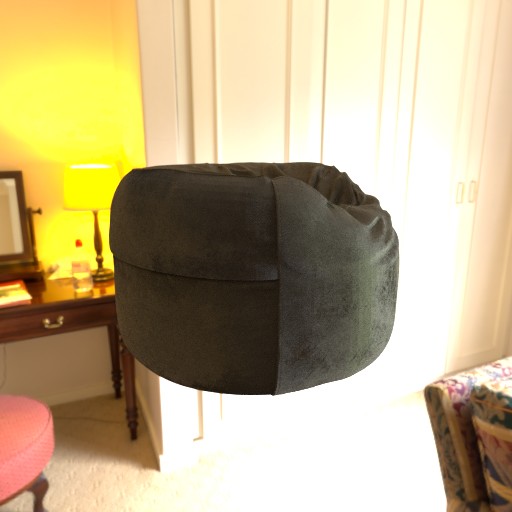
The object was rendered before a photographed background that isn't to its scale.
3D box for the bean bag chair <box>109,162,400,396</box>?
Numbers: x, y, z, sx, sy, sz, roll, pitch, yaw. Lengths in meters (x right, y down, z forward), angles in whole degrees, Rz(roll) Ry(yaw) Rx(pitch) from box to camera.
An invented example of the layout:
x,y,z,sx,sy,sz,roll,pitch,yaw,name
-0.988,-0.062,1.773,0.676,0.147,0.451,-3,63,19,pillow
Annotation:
x,y,z,sx,sy,sz,roll,pitch,yaw,name
0.000,0.000,1.478,0.918,0.605,0.918,0,14,0,bean bag chair
